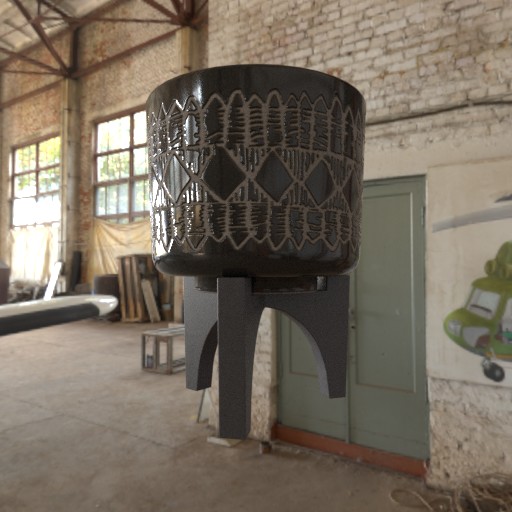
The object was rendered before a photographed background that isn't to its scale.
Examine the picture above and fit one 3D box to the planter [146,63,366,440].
[{"bbox_3d":[0.000,0.000,0.402,0.196,0.264,0.196,1,-2,-19],"label":"planter"}]
